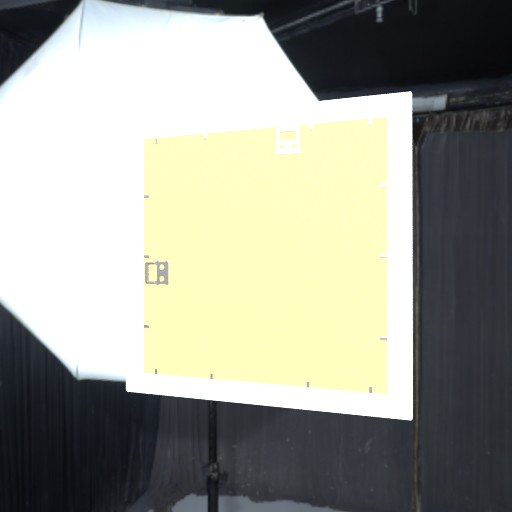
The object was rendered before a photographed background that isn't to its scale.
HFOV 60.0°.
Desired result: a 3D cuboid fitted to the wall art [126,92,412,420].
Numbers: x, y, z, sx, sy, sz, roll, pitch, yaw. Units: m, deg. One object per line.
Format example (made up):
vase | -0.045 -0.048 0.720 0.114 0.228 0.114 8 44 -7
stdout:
wall art | 0.000 0.000 0.879 0.584 0.584 0.013 0 0 17
